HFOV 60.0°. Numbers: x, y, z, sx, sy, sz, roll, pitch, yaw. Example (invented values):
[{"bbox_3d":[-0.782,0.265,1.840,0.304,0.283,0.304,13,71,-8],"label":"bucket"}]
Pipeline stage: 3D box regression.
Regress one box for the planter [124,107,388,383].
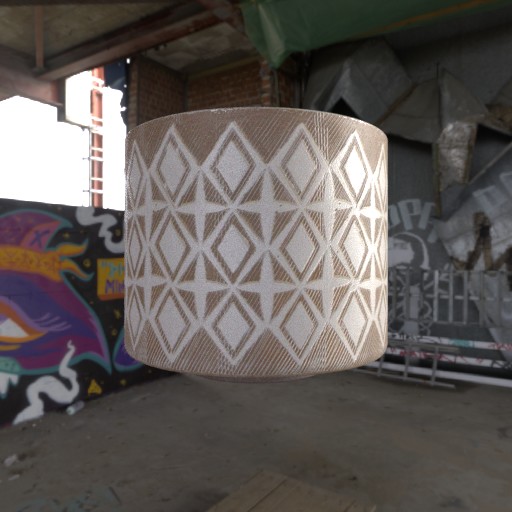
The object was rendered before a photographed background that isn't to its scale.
[{"bbox_3d":[0.000,0.000,0.339,0.193,0.165,0.193,0,0,0],"label":"planter"}]
